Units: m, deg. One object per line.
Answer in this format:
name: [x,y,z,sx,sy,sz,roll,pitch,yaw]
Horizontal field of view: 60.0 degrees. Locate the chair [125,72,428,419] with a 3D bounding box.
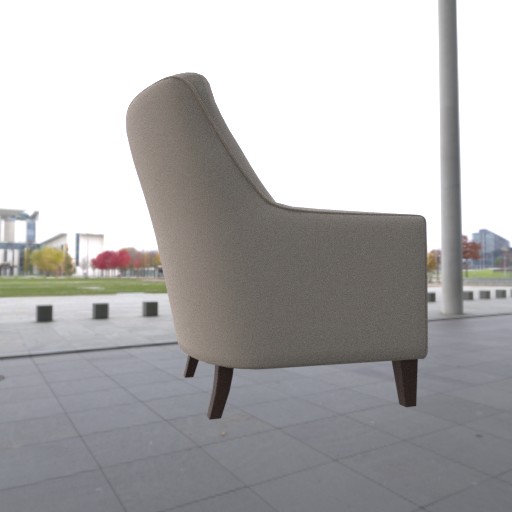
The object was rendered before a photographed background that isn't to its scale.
chair: [0.000,0.000,1.540,0.879,0.916,0.756,1,-2,-17]
